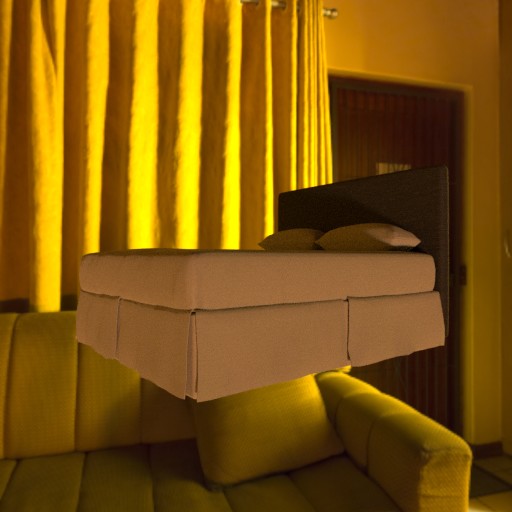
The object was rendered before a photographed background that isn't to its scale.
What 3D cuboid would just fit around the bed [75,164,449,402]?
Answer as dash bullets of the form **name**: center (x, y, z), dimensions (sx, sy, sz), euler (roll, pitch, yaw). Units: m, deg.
- **bed**: center (0.000, 0.000, 3.270), dimensions (2.142, 1.330, 1.884), euler (0, 0, -37)
